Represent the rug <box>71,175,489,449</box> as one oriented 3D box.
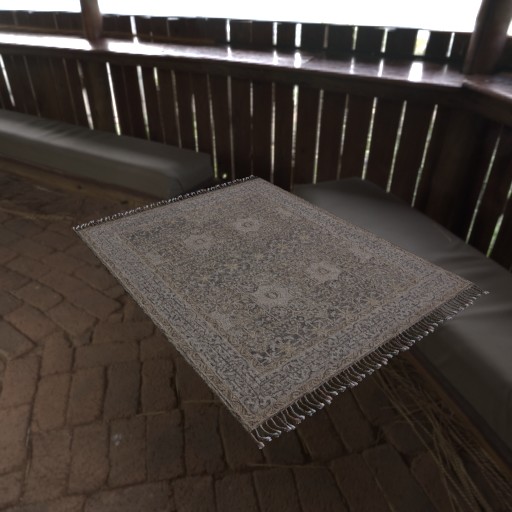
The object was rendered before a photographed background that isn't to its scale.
[{"bbox_3d":[0.000,0.000,4.196,2.431,0.017,3.291,-22,38,-31],"label":"rug"}]
